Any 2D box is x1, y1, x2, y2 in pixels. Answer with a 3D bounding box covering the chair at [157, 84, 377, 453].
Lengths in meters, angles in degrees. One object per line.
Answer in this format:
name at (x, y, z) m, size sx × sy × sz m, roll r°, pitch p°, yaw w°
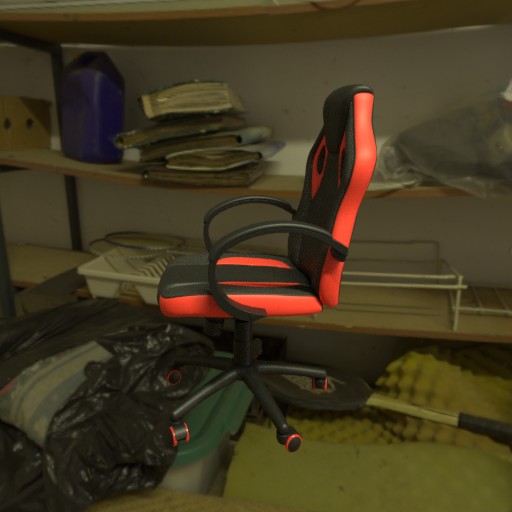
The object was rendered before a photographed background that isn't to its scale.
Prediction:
chair at (0.000, 0.000, 1.402) m, size 0.642 × 1.016 × 0.600 m, roll -2°, pitch 16°, yaw -8°
